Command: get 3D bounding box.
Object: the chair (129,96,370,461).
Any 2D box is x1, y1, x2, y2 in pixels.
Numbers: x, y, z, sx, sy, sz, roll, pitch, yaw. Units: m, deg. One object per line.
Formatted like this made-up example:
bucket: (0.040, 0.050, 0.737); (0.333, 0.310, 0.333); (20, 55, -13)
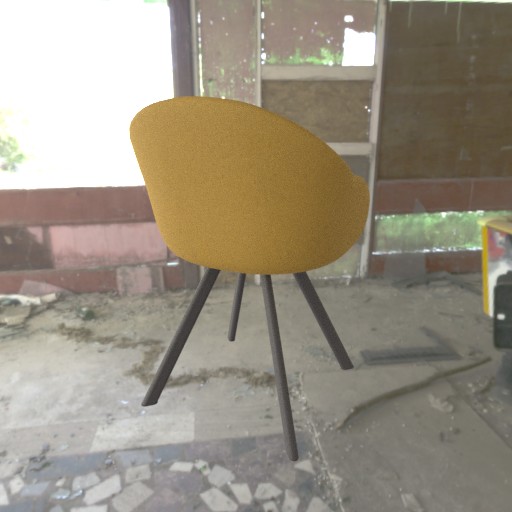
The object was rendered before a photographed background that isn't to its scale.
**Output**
chair: (0.000, 0.000, 1.214); (0.551, 0.793, 0.583); (8, 18, 27)
